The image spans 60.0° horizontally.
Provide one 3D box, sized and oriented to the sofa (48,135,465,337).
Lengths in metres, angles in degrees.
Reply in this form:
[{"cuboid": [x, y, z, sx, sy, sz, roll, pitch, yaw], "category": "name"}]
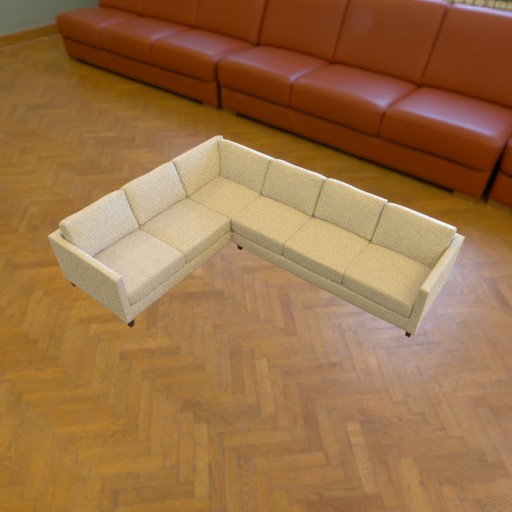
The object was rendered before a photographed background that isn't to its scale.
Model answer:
[{"cuboid": [0.000, 0.000, 4.376, 3.182, 0.863, 2.432, 27, 49, 27], "category": "sofa"}]
